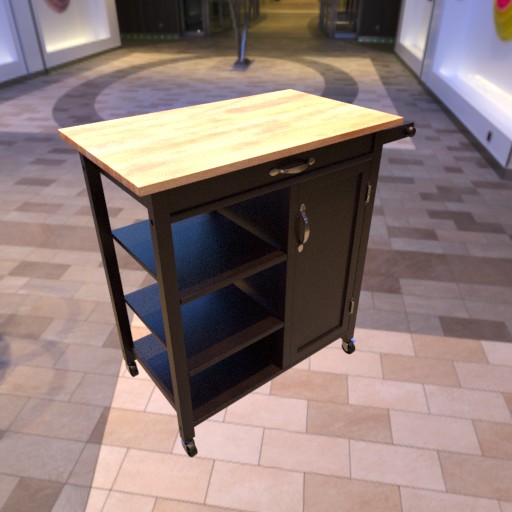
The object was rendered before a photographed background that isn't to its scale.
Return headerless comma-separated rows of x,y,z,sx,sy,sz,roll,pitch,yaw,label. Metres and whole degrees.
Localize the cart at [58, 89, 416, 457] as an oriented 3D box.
0.000,0.000,1.439,0.914,0.878,0.472,-22,38,-31,cart
